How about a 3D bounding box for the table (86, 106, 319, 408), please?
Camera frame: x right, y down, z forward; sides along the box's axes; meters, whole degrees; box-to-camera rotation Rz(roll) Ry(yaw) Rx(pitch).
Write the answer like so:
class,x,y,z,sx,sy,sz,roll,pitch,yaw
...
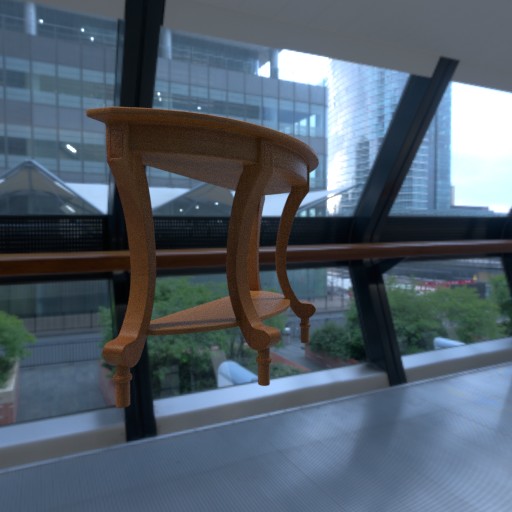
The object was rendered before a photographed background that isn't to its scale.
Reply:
class,x,y,z,sx,sy,sz,roll,pitch,yaw
table,0.000,0.000,1.503,0.394,0.692,1.198,1,2,19
